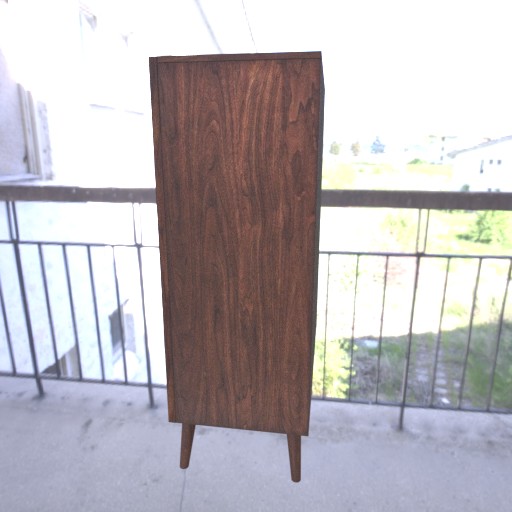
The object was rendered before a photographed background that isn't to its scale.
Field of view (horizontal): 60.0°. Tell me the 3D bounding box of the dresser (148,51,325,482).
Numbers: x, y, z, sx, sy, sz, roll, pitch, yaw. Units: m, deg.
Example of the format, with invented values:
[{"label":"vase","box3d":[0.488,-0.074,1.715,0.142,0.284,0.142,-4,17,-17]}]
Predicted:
[{"label":"dresser","box3d":[0.000,0.000,1.809,0.498,1.365,0.919,2,15,9]}]
